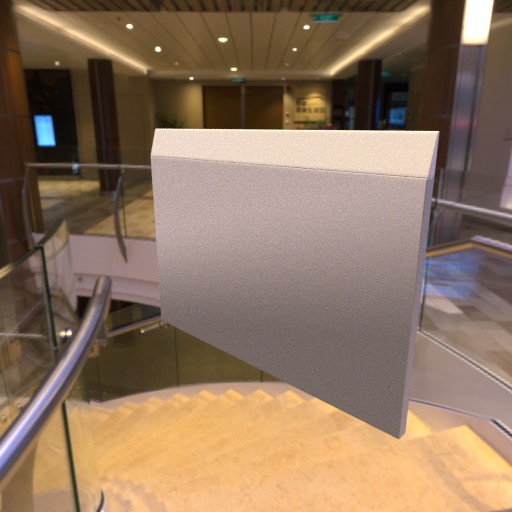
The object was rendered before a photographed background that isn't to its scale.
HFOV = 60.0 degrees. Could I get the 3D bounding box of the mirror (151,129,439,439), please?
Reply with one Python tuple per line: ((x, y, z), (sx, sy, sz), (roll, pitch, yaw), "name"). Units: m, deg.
((0.000, 0.000, 1.151), (0.870, 0.630, 0.030), (15, 22, 42), "mirror")
